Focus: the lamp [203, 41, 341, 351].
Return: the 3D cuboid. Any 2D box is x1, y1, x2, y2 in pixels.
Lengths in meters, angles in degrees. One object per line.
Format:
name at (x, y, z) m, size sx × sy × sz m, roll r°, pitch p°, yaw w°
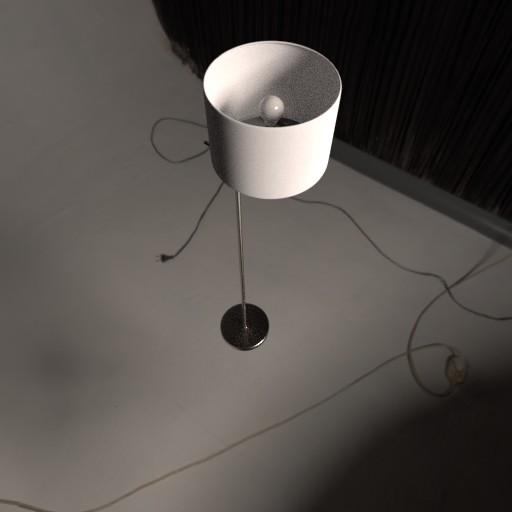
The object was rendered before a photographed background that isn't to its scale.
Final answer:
lamp at (0.000, 0.000, 1.722) m, size 0.416 × 1.600 × 0.324 m, roll 31°, pitch 62°, yaw 18°
